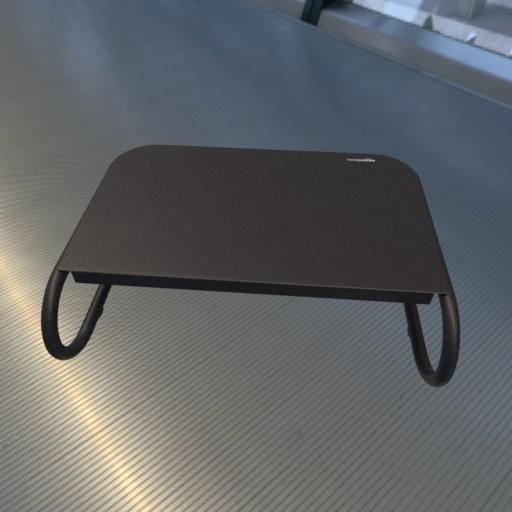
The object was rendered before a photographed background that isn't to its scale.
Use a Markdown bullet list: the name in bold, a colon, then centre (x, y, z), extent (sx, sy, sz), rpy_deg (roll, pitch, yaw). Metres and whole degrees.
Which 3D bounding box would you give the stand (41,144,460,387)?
- **stand**: centre (0.000, 0.000, 0.496), extent (0.370, 0.108, 0.280), rpy_deg (3, 46, 3)
